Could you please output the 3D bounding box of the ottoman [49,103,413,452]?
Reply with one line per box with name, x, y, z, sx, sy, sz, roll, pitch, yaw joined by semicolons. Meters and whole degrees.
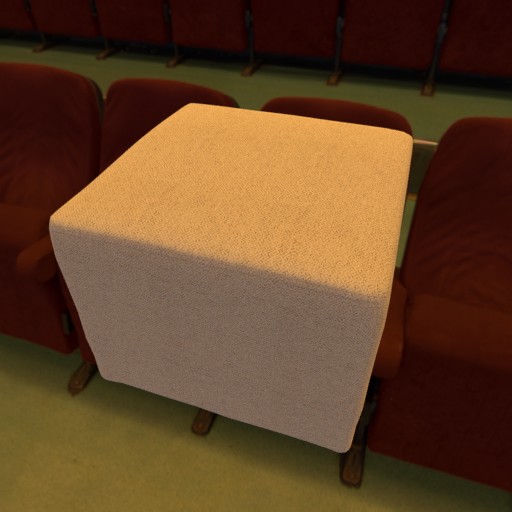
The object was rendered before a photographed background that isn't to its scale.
ottoman;0.000;0.000;0.904;0.521;0.453;0.512;12;41;14
